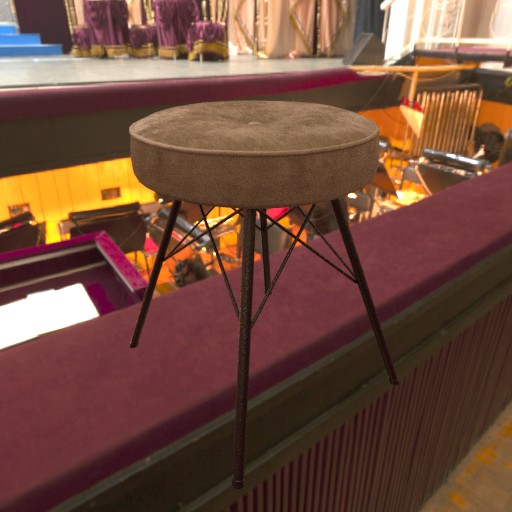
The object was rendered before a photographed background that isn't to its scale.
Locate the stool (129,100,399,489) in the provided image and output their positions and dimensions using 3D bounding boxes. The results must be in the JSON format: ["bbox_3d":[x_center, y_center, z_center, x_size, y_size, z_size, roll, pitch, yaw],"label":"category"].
[{"bbox_3d":[0.000,0.000,0.861,0.423,0.538,0.457,-18,32,-32],"label":"stool"}]
